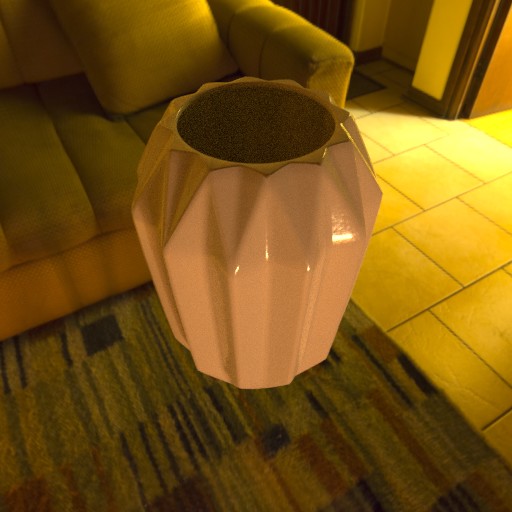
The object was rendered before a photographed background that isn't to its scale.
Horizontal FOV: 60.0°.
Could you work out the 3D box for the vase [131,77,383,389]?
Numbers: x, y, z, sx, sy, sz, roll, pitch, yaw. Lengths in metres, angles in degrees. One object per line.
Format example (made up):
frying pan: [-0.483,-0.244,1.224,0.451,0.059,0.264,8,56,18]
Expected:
vase: [0.000,0.000,0.404,0.195,0.275,0.195,0,46,0]
